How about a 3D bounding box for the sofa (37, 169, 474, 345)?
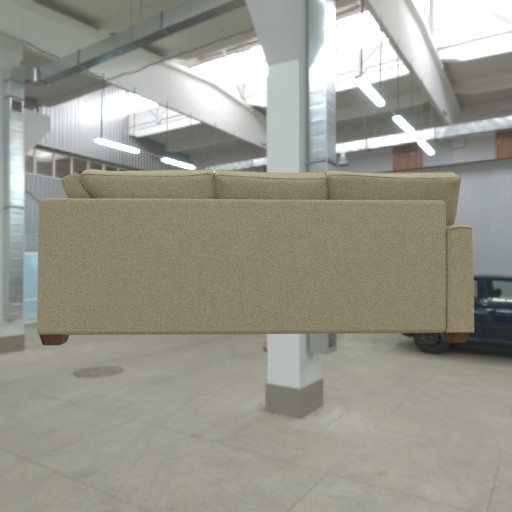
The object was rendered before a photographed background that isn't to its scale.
[{"bbox_3d":[0.000,0.000,2.851,2.317,0.962,1.061,0,-1,-2],"label":"sofa"}]
